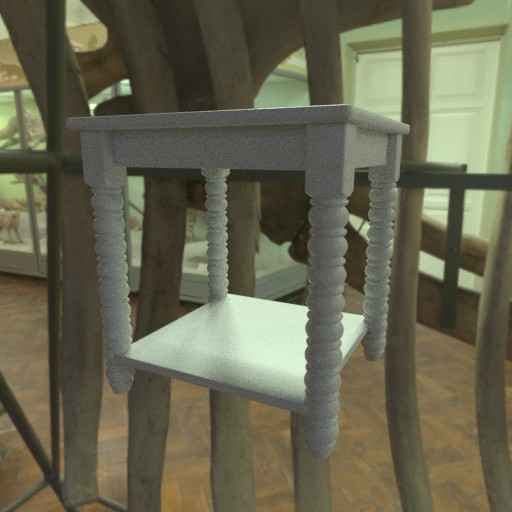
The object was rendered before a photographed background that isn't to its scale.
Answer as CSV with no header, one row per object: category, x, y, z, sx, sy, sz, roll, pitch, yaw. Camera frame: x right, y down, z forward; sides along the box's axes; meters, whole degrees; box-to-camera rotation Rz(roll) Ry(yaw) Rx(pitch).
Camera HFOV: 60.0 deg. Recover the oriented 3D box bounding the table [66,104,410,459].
table,0.000,0.000,0.969,0.533,0.563,0.500,7,15,26
